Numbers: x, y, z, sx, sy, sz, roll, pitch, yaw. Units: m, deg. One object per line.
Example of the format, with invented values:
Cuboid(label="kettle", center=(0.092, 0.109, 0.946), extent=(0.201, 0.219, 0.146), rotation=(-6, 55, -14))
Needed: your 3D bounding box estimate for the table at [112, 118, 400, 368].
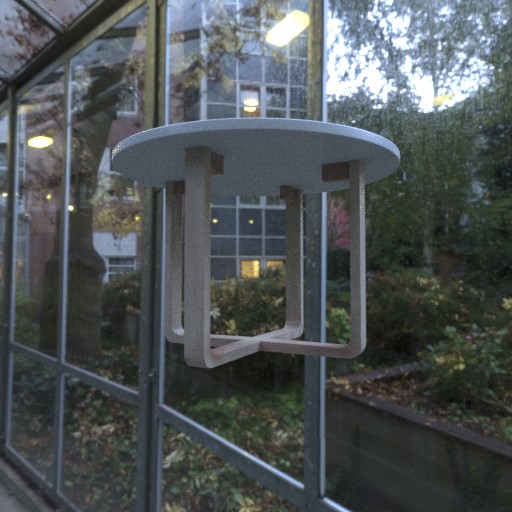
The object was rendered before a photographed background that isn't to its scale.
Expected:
Cuboid(label="table", center=(0.000, 0.000, 0.964), extent=(0.600, 0.400, 0.600), rotation=(0, -2, 0))
